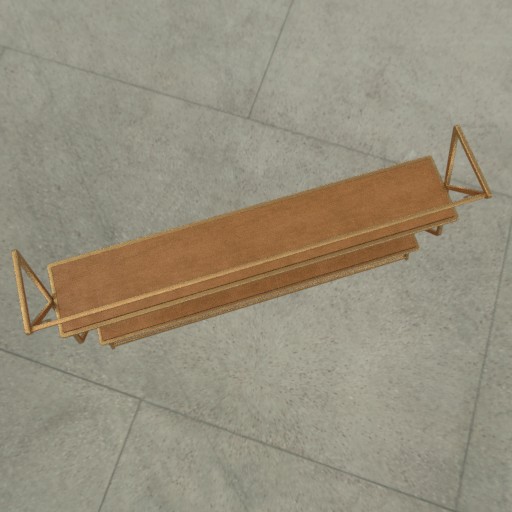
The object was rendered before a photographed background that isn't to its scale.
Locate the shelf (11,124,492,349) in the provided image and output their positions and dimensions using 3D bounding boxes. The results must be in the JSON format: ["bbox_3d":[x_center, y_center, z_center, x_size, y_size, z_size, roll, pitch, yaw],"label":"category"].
[{"bbox_3d":[0.000,0.000,0.979,0.822,0.450,0.150,-16,76,-4],"label":"shelf"}]
